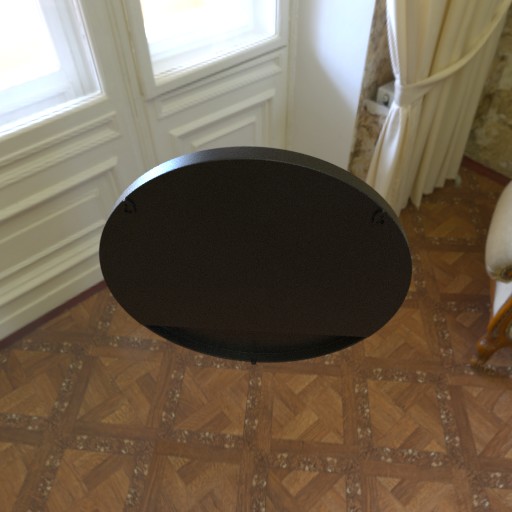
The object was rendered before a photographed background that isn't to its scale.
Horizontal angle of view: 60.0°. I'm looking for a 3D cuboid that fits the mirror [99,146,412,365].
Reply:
[{"bbox_3d":[0.000,0.000,0.709,0.457,0.457,0.133,3,47,3],"label":"mirror"}]
